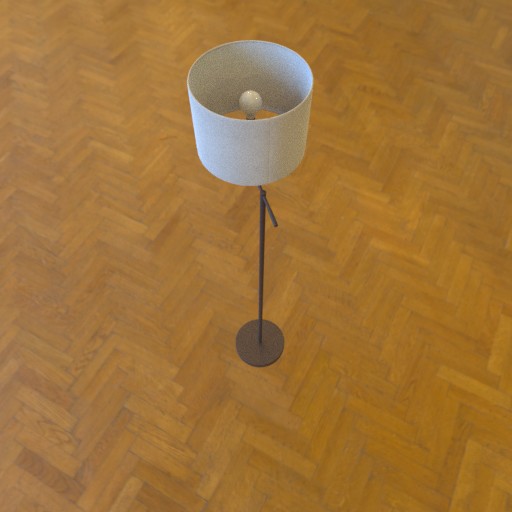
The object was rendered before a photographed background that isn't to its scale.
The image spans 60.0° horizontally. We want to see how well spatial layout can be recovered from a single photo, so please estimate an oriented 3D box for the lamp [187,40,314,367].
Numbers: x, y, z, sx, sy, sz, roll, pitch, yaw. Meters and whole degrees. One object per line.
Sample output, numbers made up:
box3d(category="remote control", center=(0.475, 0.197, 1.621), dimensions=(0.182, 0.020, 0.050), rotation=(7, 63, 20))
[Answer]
box3d(category="lamp", center=(0.000, 0.000, 1.792), dimensions=(0.324, 1.600, 0.416), rotation=(-15, 60, -9))
